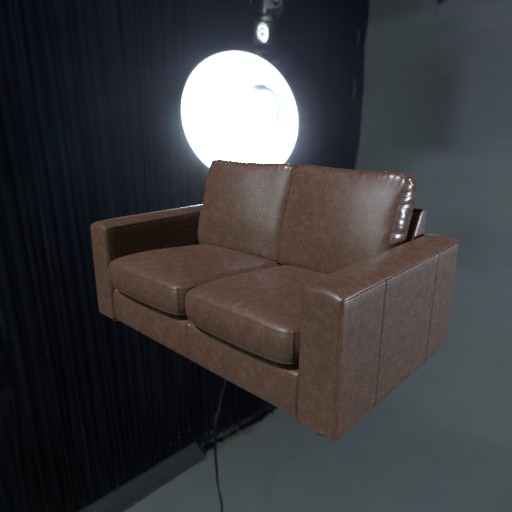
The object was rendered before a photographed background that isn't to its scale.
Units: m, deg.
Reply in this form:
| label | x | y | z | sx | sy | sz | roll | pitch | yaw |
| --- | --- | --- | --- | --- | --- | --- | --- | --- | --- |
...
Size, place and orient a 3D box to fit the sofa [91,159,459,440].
| label | x | y | z | sx | sy | sz | roll | pitch | yaw |
| --- | --- | --- | --- | --- | --- | --- | --- | --- | --- |
| sofa | 0.000 | 0.000 | 2.236 | 1.616 | 0.873 | 1.016 | 15 | 22 | 41 |
